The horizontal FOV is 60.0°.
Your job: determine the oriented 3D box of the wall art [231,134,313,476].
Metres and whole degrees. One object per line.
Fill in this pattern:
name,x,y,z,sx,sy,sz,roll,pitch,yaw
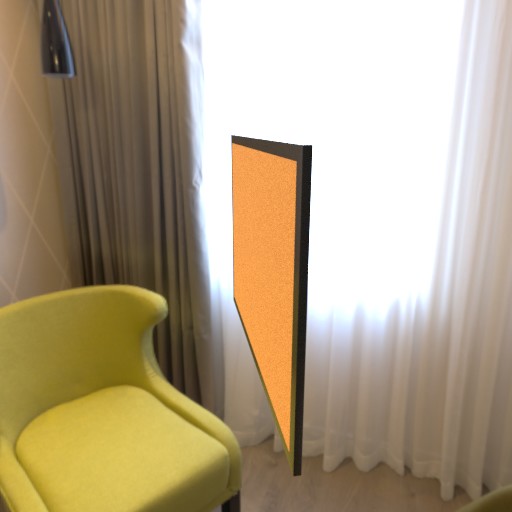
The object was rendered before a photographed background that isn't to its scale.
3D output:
wall art,0.000,0.000,1.070,0.015,0.552,0.819,-3,17,-10
